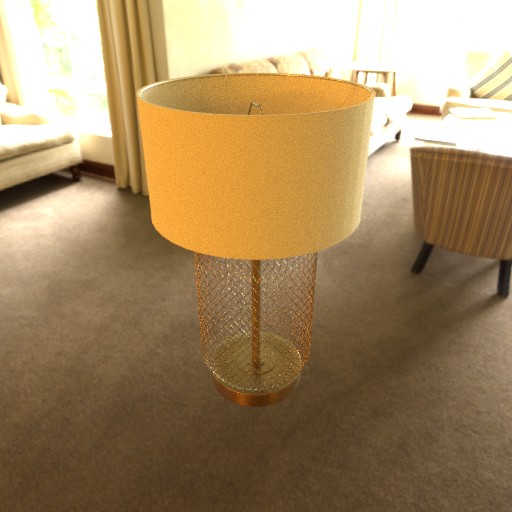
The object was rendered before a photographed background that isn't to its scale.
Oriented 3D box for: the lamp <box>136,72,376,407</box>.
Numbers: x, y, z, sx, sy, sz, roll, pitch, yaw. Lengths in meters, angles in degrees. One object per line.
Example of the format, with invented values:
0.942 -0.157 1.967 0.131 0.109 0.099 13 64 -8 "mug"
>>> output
0.000 0.000 0.811 0.353 0.578 0.353 0 30 0 "lamp"
